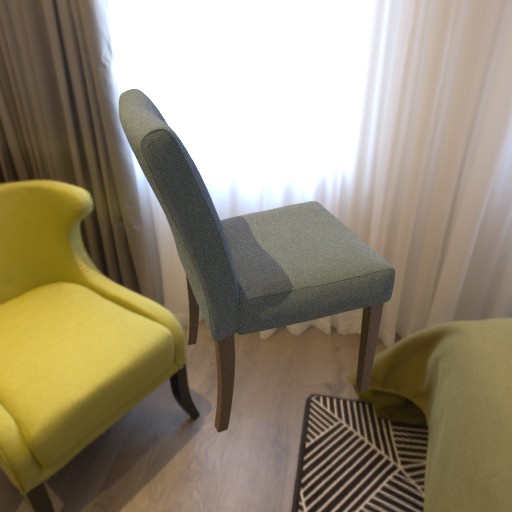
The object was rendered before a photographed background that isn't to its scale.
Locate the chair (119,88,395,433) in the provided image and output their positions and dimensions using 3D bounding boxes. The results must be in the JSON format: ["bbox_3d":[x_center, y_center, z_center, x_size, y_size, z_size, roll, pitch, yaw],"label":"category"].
[{"bbox_3d":[0.000,0.000,1.272,0.629,0.882,0.487,-10,33,-17],"label":"chair"}]
